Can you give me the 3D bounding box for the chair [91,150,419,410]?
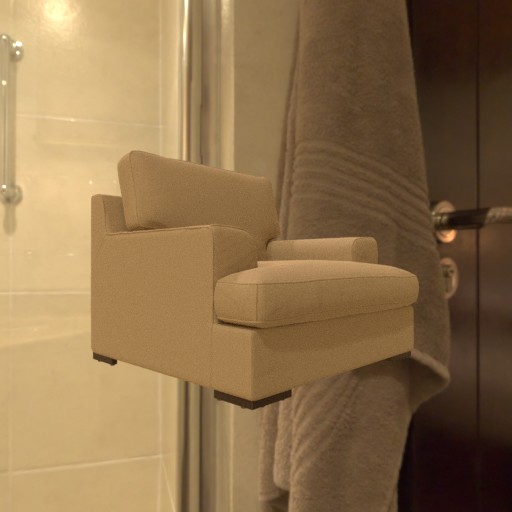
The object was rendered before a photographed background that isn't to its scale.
[{"bbox_3d":[0.000,0.000,2.164,1.274,1.005,1.293,-1,-1,36],"label":"chair"}]
